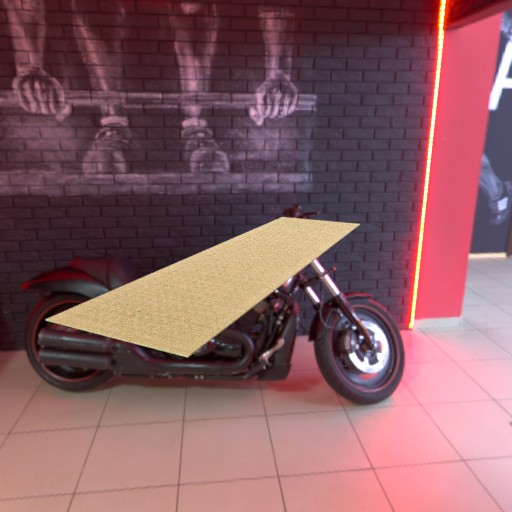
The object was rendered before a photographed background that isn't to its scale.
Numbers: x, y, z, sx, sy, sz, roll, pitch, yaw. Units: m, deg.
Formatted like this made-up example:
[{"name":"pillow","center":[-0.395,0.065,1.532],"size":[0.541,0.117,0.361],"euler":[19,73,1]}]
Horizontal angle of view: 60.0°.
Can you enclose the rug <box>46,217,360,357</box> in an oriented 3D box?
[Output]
[{"name":"rug","center":[0.000,0.000,2.686],"size":[0.686,0.006,2.437],"euler":[8,17,25]}]
